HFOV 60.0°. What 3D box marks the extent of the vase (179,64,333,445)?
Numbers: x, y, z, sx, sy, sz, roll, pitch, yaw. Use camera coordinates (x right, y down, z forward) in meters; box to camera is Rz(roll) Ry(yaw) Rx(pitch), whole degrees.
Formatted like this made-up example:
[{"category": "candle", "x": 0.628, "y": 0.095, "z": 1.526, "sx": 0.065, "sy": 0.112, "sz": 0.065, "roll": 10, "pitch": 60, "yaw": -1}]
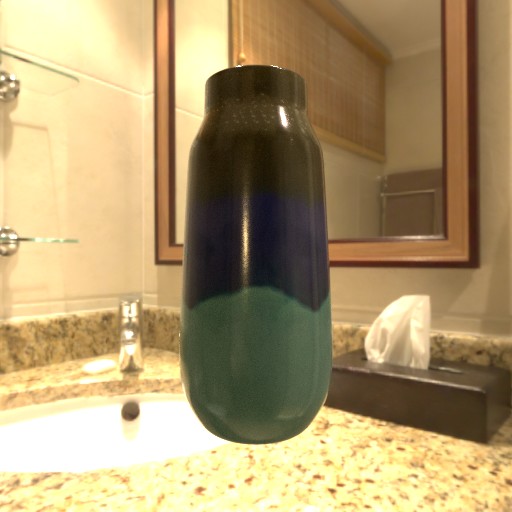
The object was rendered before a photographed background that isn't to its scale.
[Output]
[{"category": "vase", "x": 0.000, "y": 0.000, "z": 0.405, "sx": 0.139, "sy": 0.313, "sz": 0.139, "roll": 0, "pitch": 0, "yaw": 0}]
